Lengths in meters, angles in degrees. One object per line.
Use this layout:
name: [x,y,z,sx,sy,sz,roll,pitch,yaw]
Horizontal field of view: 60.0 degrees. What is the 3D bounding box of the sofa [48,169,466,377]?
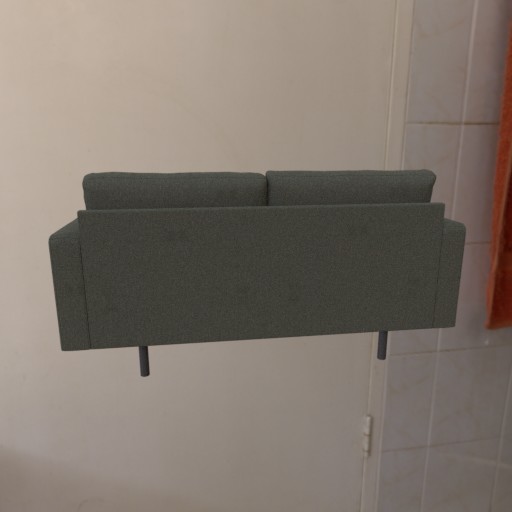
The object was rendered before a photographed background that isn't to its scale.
sofa: [0.000,0.000,2.270,1.730,0.897,0.889,-2,15,-8]
